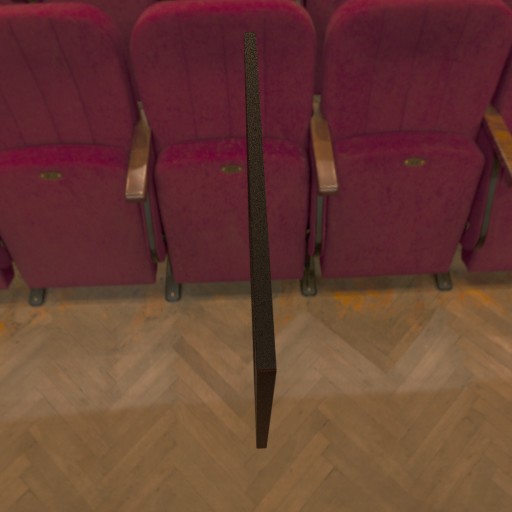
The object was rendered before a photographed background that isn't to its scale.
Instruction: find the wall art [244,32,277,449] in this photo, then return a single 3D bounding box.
[{"bbox_3d":[0.000,0.000,0.727,0.018,0.450,0.521,-2,58,-1],"label":"wall art"}]
